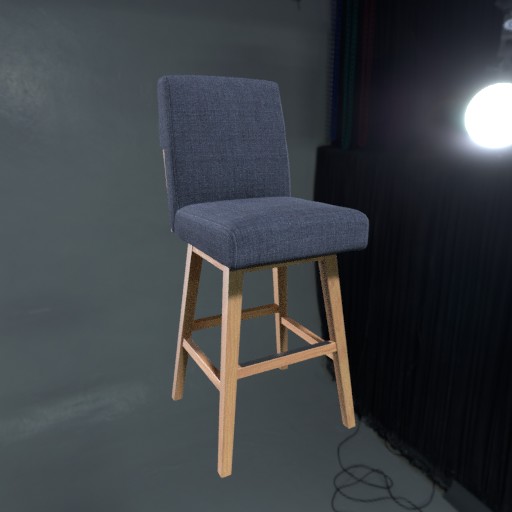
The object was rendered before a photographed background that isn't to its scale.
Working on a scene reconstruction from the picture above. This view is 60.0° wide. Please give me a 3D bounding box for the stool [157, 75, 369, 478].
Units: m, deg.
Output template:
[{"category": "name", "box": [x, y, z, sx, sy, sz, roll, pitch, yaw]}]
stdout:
[{"category": "stool", "box": [0.000, 0.000, 1.410, 0.483, 1.112, 0.570, -8, 18, -27]}]
